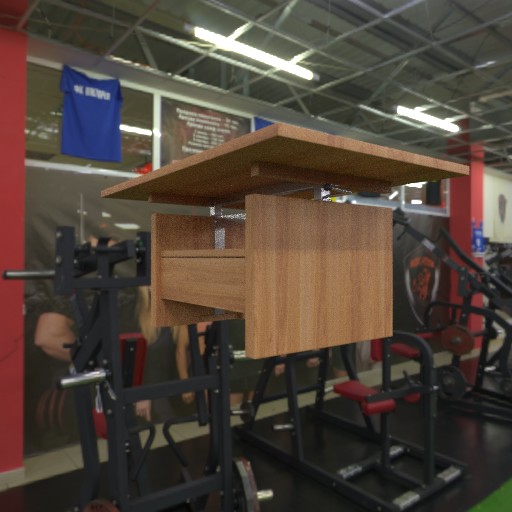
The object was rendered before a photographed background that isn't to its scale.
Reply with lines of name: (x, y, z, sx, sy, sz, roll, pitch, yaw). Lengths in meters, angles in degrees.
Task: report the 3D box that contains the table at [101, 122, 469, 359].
table: (0.000, 0.000, 1.498, 0.700, 0.510, 1.100, 0, 0, -36)
